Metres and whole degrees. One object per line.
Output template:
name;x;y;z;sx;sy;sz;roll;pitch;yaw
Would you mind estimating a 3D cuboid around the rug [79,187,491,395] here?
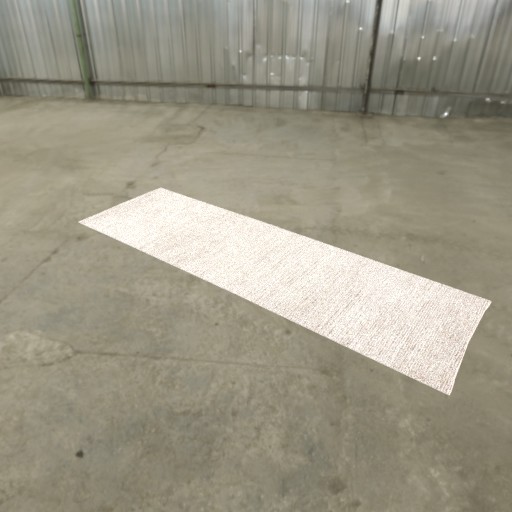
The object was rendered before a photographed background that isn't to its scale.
rug;0.000;0.000;2.496;2.346;0.013;0.712;22;38;31
